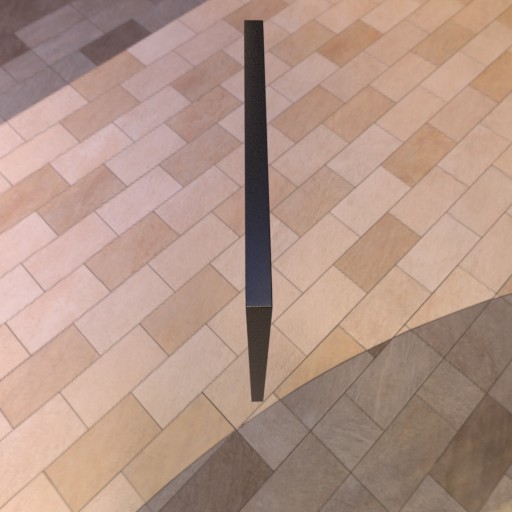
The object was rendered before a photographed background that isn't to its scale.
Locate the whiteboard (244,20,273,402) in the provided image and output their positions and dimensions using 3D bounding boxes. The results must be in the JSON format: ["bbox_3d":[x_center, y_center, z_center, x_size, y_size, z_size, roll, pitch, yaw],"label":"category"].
[{"bbox_3d":[0.000,0.000,0.778,0.026,0.611,0.406,-1,64,0],"label":"whiteboard"}]
